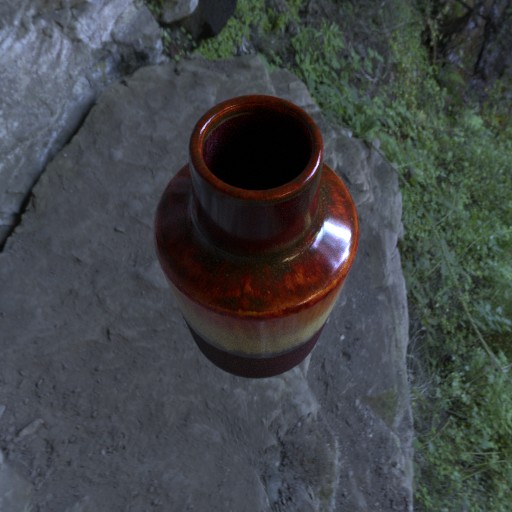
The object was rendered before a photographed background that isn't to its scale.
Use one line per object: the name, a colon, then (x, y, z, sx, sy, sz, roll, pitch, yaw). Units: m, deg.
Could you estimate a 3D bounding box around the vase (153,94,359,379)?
vase: (0.000, 0.000, 0.266, 0.108, 0.204, 0.108, 0, 64, 0)
